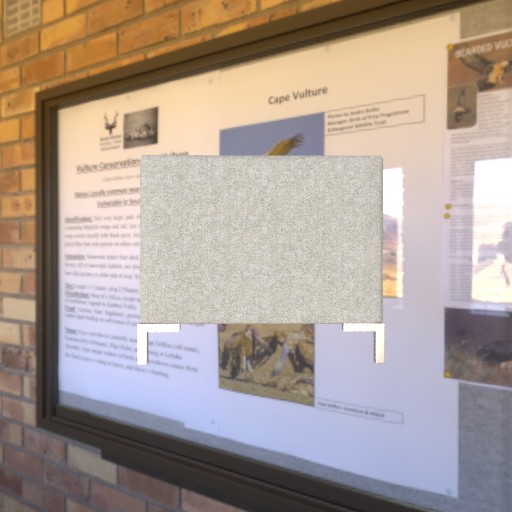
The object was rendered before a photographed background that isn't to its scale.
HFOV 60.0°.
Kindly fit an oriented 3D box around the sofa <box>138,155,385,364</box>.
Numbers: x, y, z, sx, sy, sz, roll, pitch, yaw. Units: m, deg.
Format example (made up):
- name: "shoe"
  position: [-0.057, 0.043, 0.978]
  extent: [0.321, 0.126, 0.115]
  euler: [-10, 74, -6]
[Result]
- name: "sofa"
  position: [0.000, 0.000, 2.424]
  extent: [0.797, 0.657, 2.102]
  euler: [0, 1, -1]
